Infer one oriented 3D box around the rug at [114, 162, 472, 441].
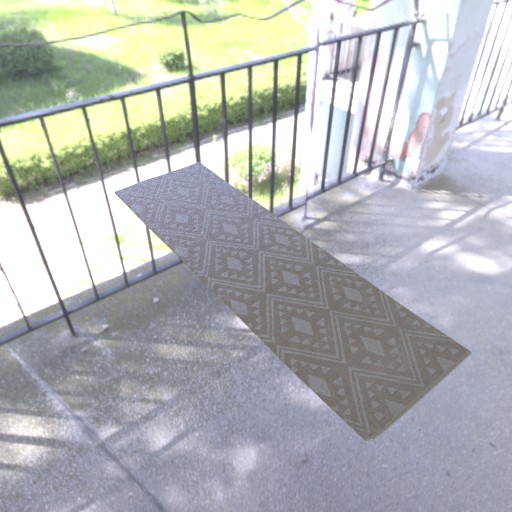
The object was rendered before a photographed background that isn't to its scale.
[{"bbox_3d":[0.000,0.000,2.717,0.752,0.051,2.452,-27,47,-28],"label":"rug"}]
